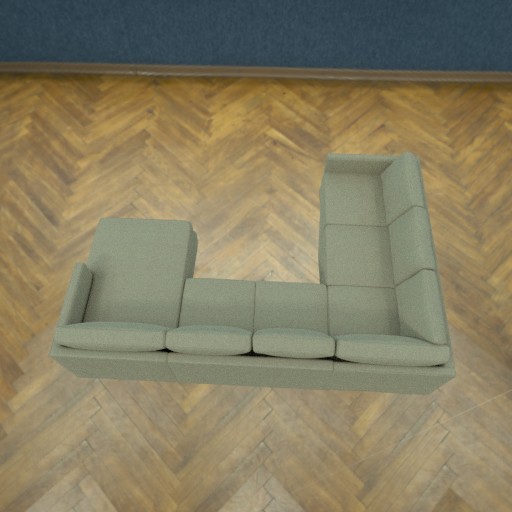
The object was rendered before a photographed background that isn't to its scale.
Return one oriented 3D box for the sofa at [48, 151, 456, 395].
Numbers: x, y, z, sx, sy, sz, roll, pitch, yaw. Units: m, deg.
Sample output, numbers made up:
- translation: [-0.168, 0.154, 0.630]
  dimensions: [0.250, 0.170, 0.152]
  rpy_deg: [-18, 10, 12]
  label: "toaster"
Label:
- translation: [0.000, 0.000, 4.516]
  dimensions: [3.460, 0.882, 2.427]
  rpy_deg: [3, 60, 1]
  label: "sofa"
